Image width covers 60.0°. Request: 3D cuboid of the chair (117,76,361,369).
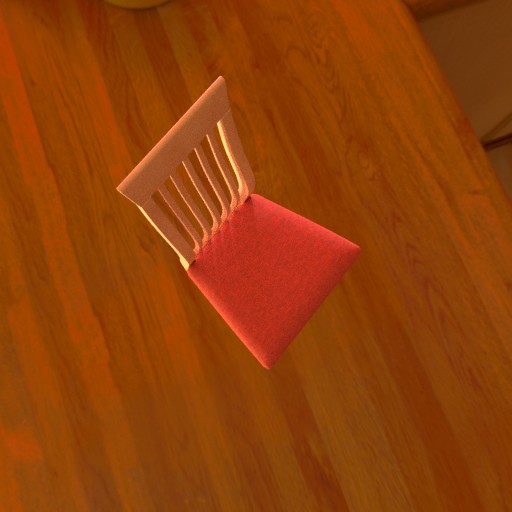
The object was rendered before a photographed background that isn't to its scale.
[{"bbox_3d":[0.000,0.000,1.287,0.474,1.027,0.460,39,81,7],"label":"chair"}]
